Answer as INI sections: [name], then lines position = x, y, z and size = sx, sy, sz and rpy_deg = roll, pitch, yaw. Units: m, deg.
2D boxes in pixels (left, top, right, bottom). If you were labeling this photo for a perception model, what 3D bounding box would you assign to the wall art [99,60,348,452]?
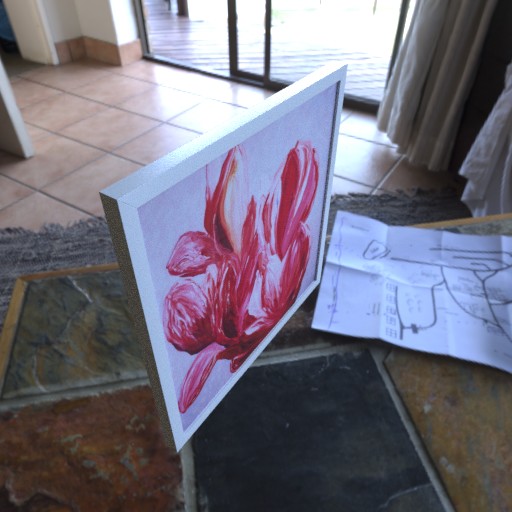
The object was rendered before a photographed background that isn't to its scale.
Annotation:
[wall art]
position = 0.000, 0.000, 0.674
size = 0.023, 0.453, 0.455
rpy_deg = 24, 46, 26
